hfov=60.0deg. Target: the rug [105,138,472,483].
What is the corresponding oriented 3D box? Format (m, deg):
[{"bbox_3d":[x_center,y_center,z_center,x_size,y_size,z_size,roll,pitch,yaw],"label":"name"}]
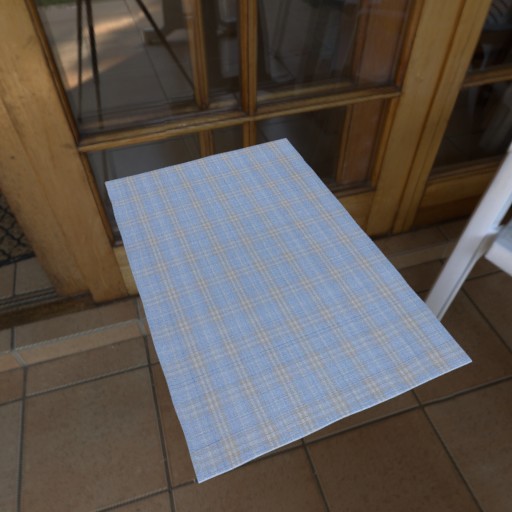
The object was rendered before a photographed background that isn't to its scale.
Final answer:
[{"bbox_3d":[0.000,0.000,2.289,1.231,0.012,1.835,-18,50,-15],"label":"rug"}]
